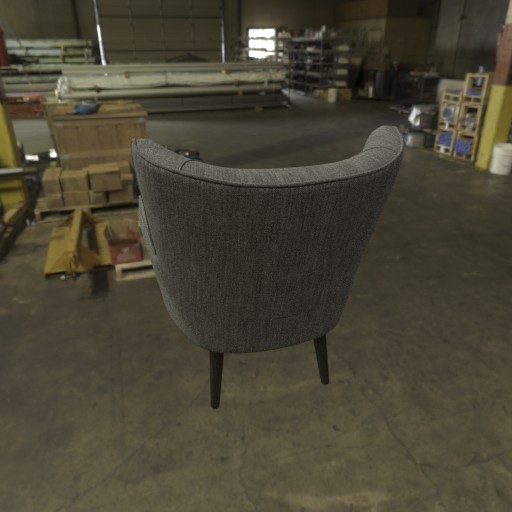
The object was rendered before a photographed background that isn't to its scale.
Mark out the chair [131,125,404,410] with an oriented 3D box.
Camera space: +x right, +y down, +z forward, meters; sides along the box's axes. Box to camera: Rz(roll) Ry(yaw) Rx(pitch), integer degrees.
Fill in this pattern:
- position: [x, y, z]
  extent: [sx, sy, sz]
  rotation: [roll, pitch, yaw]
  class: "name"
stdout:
- position: [0.000, 0.000, 1.590]
  extent: [0.781, 0.933, 0.888]
  rotation: [-7, 26, -15]
  class: "chair"
